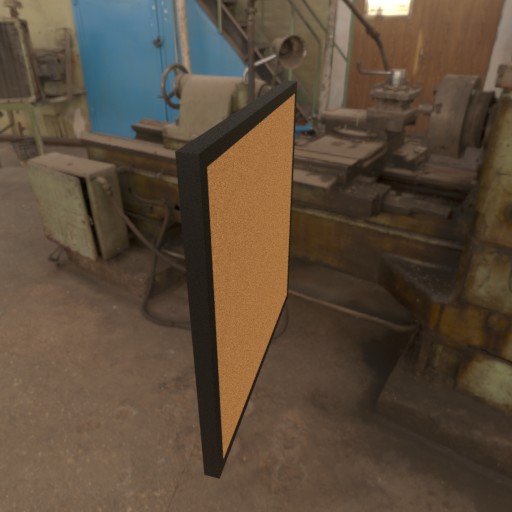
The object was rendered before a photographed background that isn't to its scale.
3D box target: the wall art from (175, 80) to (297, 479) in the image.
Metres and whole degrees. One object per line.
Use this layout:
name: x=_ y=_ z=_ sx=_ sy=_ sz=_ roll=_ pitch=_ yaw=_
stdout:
wall art: x=0.000 y=0.000 z=1.161 sx=0.038 sy=0.762 sz=0.762 roll=8 pitch=30 yaw=14
